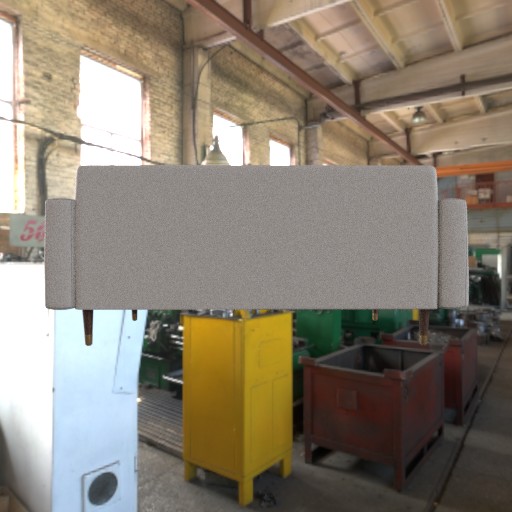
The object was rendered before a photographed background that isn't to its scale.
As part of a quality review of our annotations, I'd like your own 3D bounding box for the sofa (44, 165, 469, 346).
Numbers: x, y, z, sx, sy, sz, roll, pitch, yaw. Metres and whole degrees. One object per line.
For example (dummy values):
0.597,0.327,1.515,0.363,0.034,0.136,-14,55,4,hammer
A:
0.000,0.000,2.416,1.895,0.814,0.969,0,0,-1,sofa
